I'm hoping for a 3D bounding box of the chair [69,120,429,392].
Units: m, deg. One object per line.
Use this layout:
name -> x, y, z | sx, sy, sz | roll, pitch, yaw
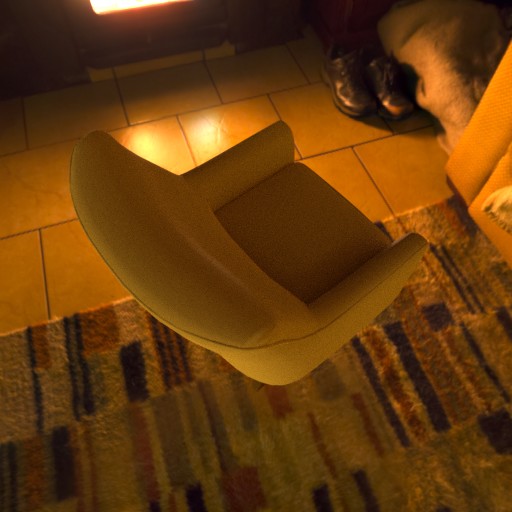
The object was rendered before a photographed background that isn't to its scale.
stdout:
chair -> 0.000, 0.000, 1.508 | 0.879, 0.916, 0.756 | -35, 65, -19
